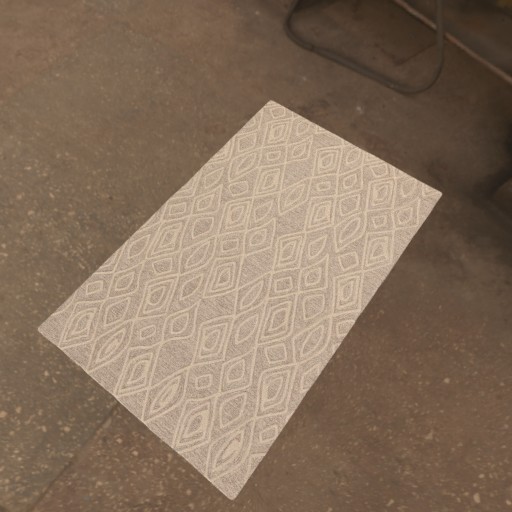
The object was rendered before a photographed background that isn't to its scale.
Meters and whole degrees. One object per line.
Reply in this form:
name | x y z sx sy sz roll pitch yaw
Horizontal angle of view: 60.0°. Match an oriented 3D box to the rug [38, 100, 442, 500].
rug | 0.000 0.000 2.960 1.546 0.010 2.442 34 68 16
